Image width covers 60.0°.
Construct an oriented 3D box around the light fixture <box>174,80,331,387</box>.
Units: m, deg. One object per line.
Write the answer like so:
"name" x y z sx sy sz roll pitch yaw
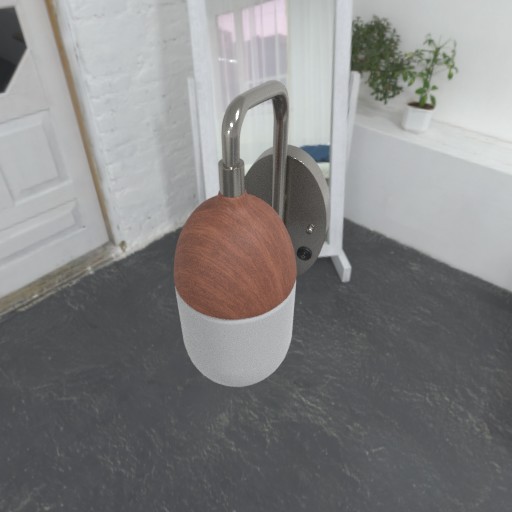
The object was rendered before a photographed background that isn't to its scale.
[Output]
"light fixture" 0.000 0.000 0.443 0.108 0.343 0.216 13 42 15
